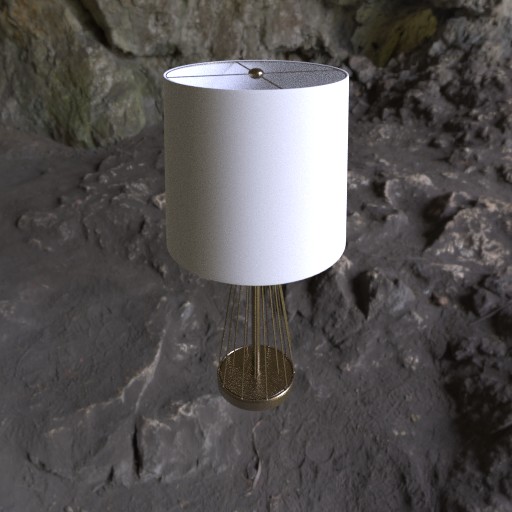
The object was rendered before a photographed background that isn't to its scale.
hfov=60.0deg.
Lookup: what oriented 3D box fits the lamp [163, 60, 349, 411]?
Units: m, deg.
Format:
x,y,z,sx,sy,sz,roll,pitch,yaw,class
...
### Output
x,y,z,sx,sy,sz,roll,pitch,yaw,class
0.000,0.000,0.783,0.303,0.618,0.303,0,31,0,lamp
